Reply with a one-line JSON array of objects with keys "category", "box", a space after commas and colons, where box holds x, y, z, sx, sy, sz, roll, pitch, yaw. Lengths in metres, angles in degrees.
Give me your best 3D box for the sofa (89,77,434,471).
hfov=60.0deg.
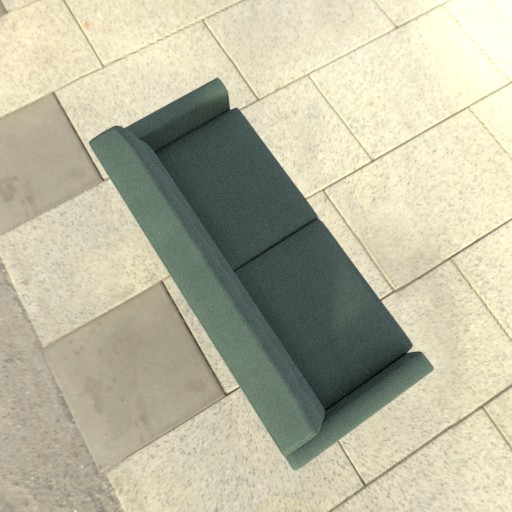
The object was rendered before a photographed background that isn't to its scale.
[{"category": "sofa", "box": [0.000, 0.000, 2.506, 0.909, 0.841, 2.029, -32, 77, -8]}]
